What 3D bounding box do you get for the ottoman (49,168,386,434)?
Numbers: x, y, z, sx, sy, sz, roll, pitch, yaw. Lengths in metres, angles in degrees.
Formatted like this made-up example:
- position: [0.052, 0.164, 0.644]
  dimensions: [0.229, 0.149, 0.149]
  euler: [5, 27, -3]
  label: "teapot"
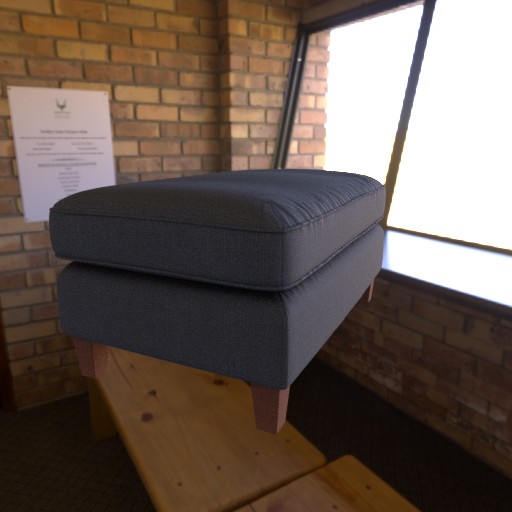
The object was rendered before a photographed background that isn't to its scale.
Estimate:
- position: [0.000, 0.000, 1.205]
  dimensions: [0.570, 0.438, 0.885]
  euler: [7, 16, 25]
  label: "ottoman"
